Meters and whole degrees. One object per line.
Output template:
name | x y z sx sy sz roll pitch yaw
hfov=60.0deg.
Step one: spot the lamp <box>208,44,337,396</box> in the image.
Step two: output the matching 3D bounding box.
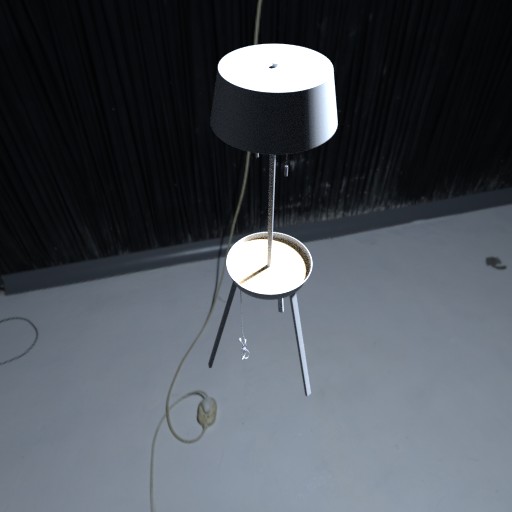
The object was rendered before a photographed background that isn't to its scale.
lamp | 0.000 0.000 1.662 0.468 1.429 0.508 -9 47 -9
